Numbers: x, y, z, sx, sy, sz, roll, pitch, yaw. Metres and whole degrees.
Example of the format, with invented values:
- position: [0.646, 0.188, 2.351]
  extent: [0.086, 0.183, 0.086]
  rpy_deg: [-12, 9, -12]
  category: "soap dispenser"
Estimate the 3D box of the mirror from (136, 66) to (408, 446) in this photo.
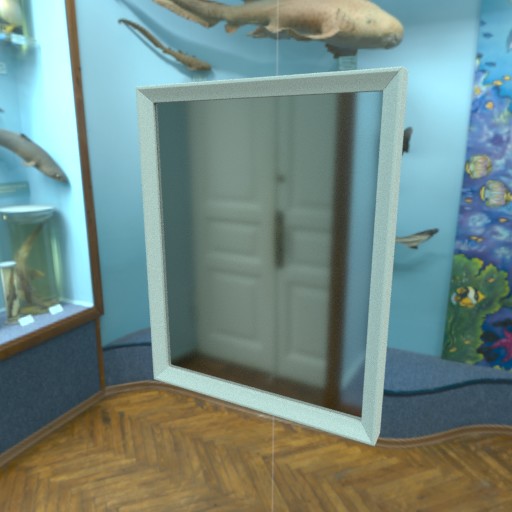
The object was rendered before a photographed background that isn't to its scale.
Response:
- position: [0.000, 0.000, 0.683]
  extent: [0.406, 0.509, 0.041]
  rpy_deg: [7, 16, 27]
  category: "mirror"
